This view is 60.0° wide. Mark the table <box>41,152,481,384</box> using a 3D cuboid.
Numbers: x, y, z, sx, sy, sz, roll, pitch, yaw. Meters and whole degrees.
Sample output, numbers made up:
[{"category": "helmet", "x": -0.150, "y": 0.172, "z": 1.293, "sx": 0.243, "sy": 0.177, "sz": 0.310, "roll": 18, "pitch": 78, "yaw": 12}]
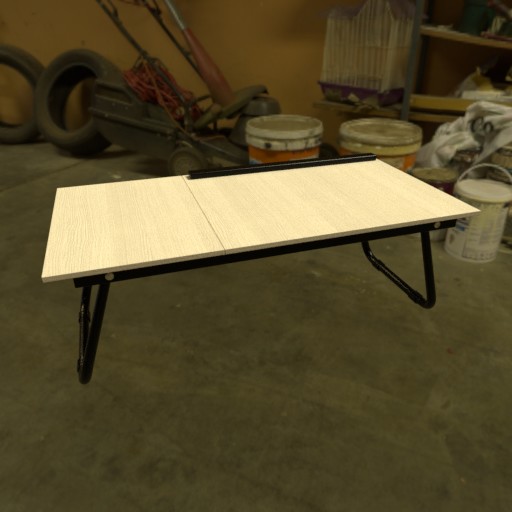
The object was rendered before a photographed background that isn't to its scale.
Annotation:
[{"category": "table", "x": 0.000, "y": 0.000, "z": 0.797, "sx": 0.644, "sy": 0.242, "sz": 0.322, "roll": -9, "pitch": 30, "yaw": -16}]
